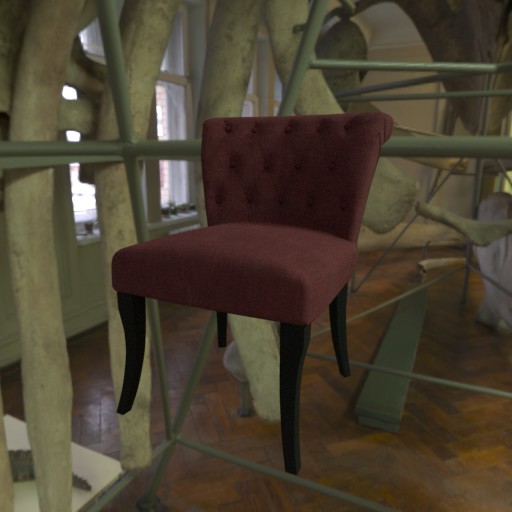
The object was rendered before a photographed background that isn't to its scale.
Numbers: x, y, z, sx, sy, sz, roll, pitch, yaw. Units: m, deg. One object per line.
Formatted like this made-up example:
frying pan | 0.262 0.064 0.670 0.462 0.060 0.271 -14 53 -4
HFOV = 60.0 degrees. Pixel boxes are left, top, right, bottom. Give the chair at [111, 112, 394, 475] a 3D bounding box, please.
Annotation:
chair | 0.000 0.000 1.187 0.582 0.750 0.605 7 15 26
